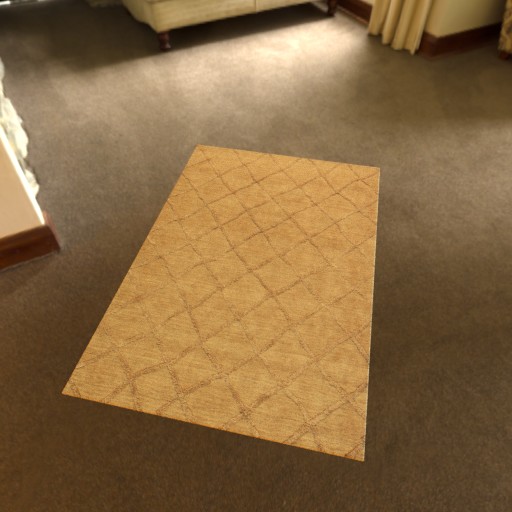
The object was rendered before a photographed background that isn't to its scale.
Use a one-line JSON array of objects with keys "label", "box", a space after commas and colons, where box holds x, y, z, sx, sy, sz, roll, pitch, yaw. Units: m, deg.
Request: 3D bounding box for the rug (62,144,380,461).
[{"label": "rug", "box": [0.000, 0.000, 2.913, 1.528, 0.014, 2.292, 9, 48, 8]}]
